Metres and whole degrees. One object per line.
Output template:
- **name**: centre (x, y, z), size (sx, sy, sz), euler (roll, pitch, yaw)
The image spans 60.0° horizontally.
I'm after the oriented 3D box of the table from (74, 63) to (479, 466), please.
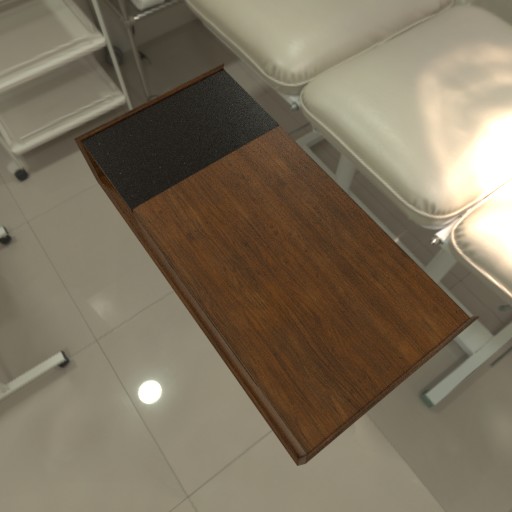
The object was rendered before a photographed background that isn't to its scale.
- **table**: centre (0.000, 0.000, 1.569), size (0.610, 0.508, 1.221), euler (-33, 68, -15)
